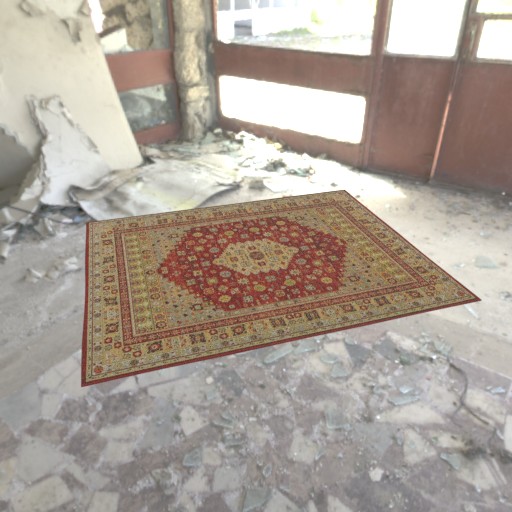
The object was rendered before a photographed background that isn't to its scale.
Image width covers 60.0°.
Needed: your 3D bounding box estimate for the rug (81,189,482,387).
[{"bbox_3d":[0.000,0.000,4.142,3.053,0.013,2.387,-9,32,-15],"label":"rug"}]
